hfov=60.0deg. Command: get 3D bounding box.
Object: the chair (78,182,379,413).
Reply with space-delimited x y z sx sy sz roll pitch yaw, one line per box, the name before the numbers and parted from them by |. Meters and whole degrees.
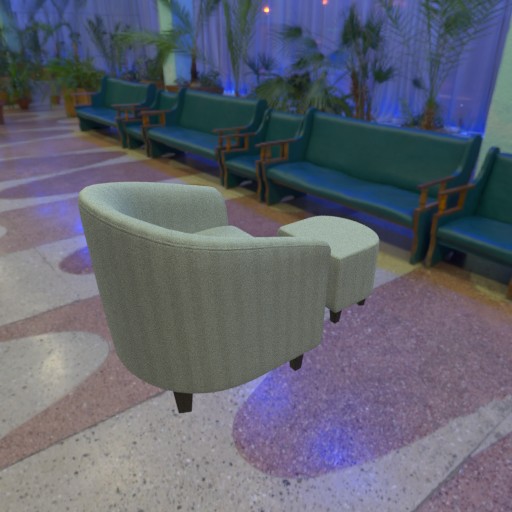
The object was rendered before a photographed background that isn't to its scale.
chair | 0.000 0.000 1.827 1.288 0.757 0.756 -19 33 -32
